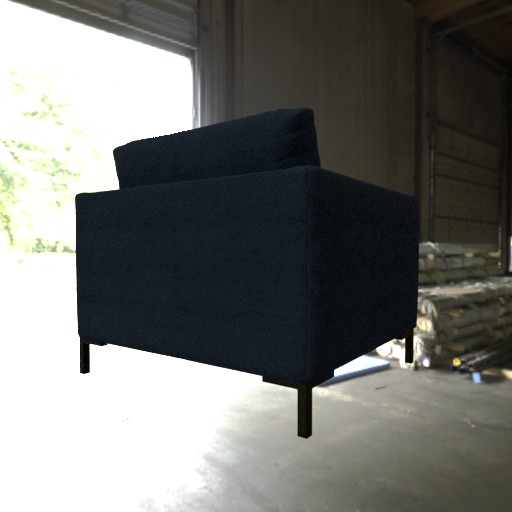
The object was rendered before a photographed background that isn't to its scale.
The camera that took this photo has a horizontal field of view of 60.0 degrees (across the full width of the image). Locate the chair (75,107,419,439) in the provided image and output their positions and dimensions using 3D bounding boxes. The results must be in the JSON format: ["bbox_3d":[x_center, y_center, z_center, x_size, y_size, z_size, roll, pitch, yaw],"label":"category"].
[{"bbox_3d":[0.000,0.000,1.613,0.964,0.812,0.875,1,2,36],"label":"chair"}]
